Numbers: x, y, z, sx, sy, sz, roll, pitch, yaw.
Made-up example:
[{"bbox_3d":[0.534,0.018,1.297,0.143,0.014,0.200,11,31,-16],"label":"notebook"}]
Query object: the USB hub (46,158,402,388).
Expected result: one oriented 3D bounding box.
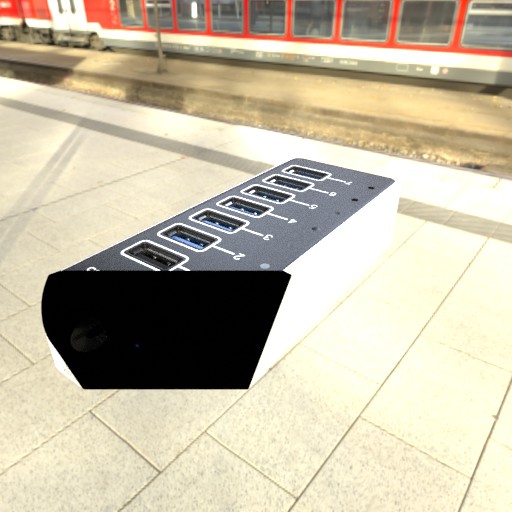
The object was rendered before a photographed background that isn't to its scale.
[{"bbox_3d":[0.000,0.000,0.128,0.044,0.023,0.110,21,37,31],"label":"USB hub"}]
